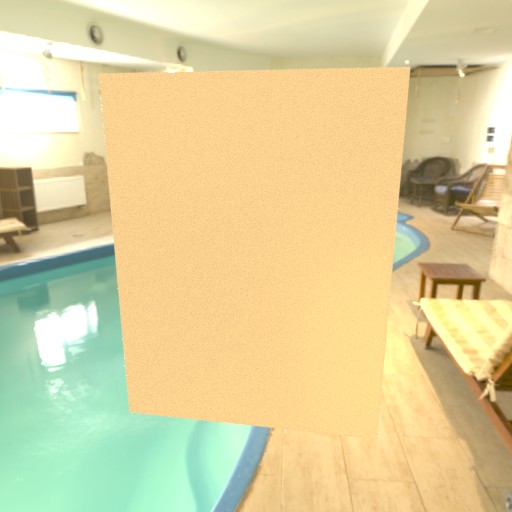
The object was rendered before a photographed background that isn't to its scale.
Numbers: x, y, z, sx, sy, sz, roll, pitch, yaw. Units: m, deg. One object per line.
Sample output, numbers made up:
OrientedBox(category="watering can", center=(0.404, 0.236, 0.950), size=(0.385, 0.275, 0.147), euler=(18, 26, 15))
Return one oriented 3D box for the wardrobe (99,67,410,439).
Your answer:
OrientedBox(category="wardrobe", center=(0.000, 0.000, 1.596), size=(0.900, 1.200, 0.360), euler=(3, 16, 9))
